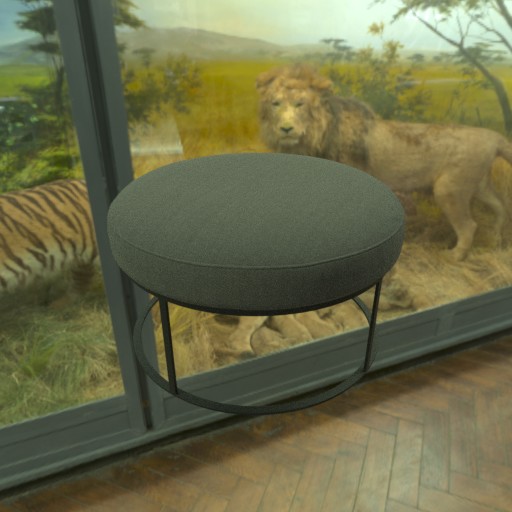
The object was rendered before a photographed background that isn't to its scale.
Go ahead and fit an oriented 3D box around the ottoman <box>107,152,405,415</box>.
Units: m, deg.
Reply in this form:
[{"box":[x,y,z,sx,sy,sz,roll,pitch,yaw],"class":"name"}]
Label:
[{"box":[0.000,0.000,1.254,0.772,0.460,0.772,0,28,0],"class":"ottoman"}]
